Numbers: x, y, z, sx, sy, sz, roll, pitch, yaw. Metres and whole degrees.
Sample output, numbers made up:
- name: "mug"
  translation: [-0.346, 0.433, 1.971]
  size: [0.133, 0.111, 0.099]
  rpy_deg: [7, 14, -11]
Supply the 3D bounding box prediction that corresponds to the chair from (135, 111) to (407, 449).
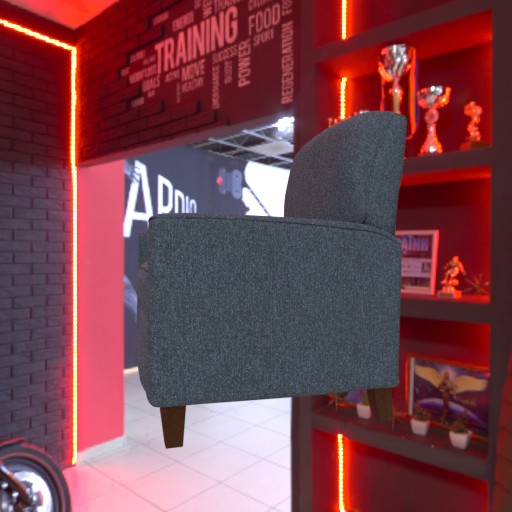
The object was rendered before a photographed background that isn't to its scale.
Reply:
- name: "chair"
  translation: [0.000, 0.000, 1.627]
  size: [0.850, 1.016, 0.839]
  rpy_deg: [0, 0, -17]
